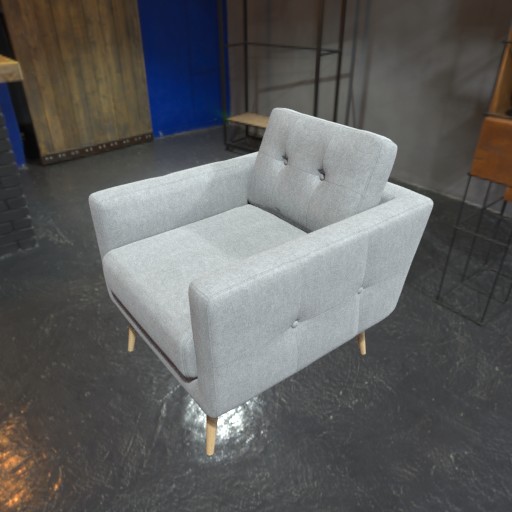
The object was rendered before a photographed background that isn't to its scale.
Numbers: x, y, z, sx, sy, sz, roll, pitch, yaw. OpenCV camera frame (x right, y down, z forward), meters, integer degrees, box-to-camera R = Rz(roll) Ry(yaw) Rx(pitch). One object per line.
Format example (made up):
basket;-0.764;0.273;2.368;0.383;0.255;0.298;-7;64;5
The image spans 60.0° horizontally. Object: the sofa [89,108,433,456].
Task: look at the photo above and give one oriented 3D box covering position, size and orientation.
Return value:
sofa;0.000;0.000;1.569;0.920;0.860;0.770;-22;38;-32
